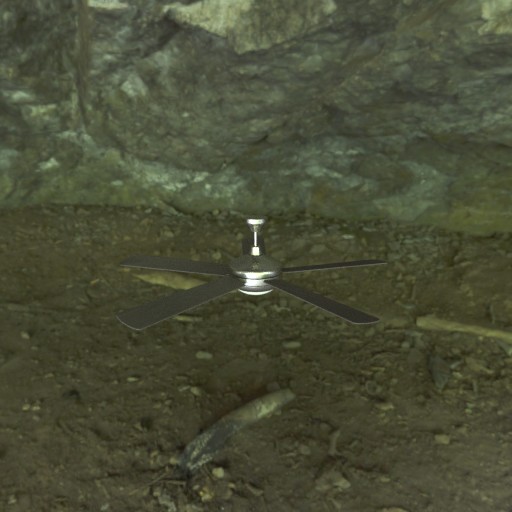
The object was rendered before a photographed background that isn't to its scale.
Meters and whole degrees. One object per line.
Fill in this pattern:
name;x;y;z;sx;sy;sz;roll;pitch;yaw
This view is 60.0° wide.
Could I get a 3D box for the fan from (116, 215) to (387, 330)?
fan;0.000;0.000;2.016;1.321;0.356;1.321;-8;18;-25
